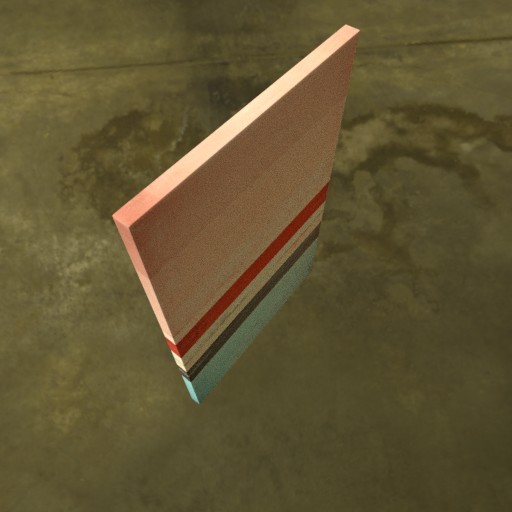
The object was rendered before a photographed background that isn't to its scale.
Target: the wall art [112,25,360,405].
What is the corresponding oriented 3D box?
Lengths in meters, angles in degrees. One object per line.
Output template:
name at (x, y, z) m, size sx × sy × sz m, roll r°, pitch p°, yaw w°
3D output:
wall art at (0.000, 0.000, 1.124) m, size 0.038 × 0.914 × 0.610 m, roll 33°, pitch 63°, yaw 20°
